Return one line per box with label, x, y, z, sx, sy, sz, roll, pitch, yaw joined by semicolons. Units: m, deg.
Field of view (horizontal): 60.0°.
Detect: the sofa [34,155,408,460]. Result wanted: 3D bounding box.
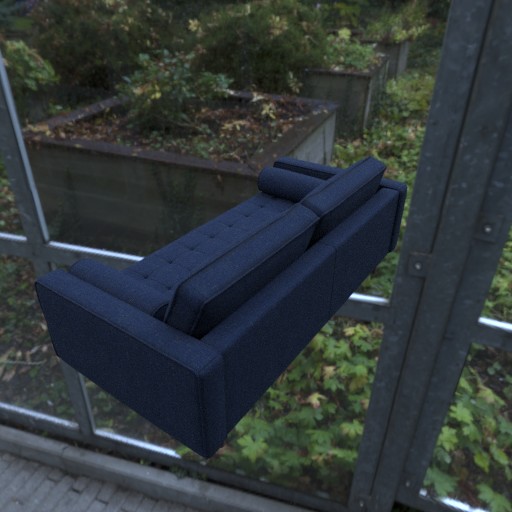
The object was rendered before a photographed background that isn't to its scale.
sofa;0.000;0.000;2.303;0.914;0.762;1.880;20;37;30
